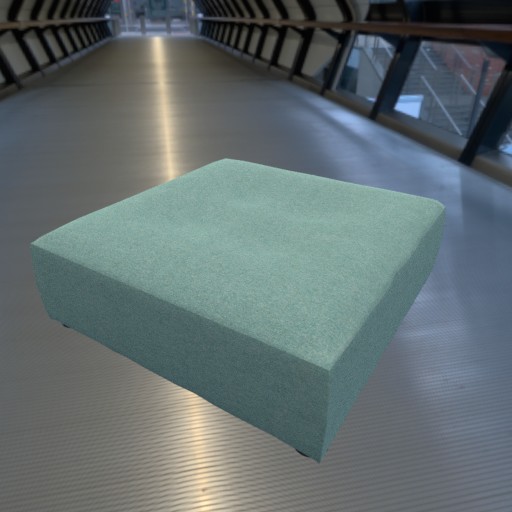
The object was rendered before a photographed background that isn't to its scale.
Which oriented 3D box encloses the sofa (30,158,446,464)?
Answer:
[{"bbox_3d":[0.000,0.000,1.410,0.930,0.330,0.930,18,34,28],"label":"sofa"}]
